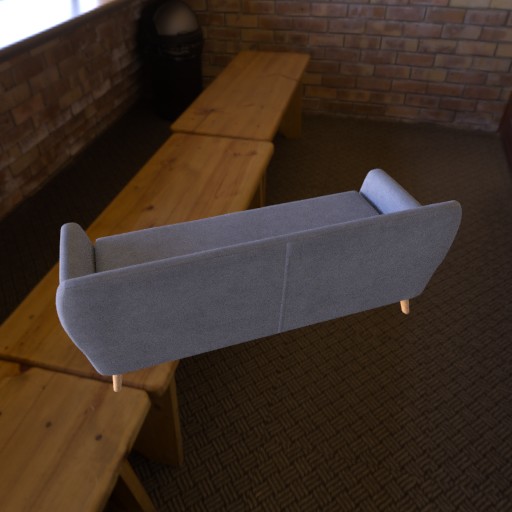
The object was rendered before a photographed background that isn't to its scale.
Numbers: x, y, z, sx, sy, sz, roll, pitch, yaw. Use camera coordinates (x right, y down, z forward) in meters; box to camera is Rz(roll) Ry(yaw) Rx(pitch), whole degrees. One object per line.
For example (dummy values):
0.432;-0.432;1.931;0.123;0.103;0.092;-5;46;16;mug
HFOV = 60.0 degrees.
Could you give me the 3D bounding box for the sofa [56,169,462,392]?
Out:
0.000;0.000;2.440;1.970;0.830;0.830;-12;42;-14;sofa
